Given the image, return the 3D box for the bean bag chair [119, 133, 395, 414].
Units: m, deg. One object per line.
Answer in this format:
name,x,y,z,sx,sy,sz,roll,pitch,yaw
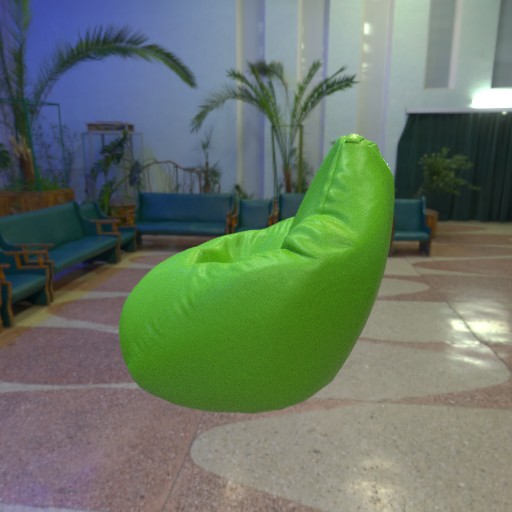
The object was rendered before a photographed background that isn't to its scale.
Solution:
bean bag chair,0.000,0.000,1.861,1.070,0.990,1.070,2,14,10
